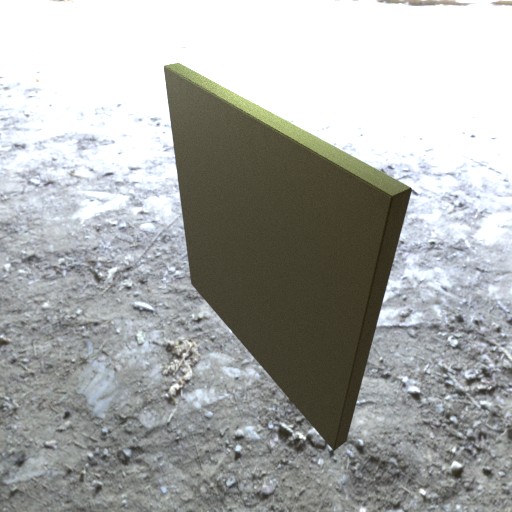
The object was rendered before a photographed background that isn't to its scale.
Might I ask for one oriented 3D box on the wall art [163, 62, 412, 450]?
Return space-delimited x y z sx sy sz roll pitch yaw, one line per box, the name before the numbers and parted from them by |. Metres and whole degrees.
wall art | 0.000 0.000 0.756 0.031 0.506 0.503 -24 46 -26
